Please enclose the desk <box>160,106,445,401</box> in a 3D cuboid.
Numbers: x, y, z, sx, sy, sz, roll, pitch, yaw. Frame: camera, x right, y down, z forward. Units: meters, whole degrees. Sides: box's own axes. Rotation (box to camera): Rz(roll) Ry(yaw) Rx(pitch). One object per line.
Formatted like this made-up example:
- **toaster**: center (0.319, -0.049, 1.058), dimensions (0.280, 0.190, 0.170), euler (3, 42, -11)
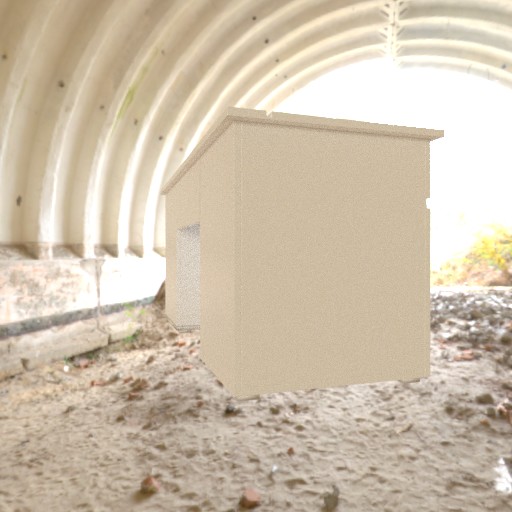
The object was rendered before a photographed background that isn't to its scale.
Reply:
- **desk**: center (0.000, 0.000, 1.969), dimensions (0.670, 0.760, 1.580), euler (0, 0, -18)
